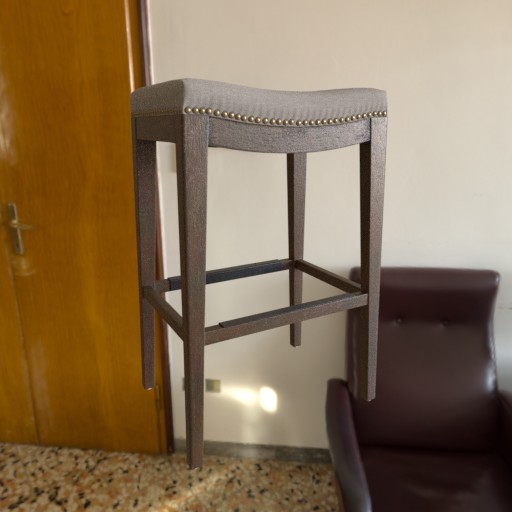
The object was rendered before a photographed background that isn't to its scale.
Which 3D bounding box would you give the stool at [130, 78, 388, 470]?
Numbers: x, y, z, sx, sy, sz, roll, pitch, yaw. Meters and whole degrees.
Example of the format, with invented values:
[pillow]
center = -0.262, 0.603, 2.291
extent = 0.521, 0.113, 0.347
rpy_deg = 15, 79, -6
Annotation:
[stool]
center = 0.000, 0.000, 1.069
extent = 0.508, 0.762, 0.356
rpy_deg = -9, 19, -28
